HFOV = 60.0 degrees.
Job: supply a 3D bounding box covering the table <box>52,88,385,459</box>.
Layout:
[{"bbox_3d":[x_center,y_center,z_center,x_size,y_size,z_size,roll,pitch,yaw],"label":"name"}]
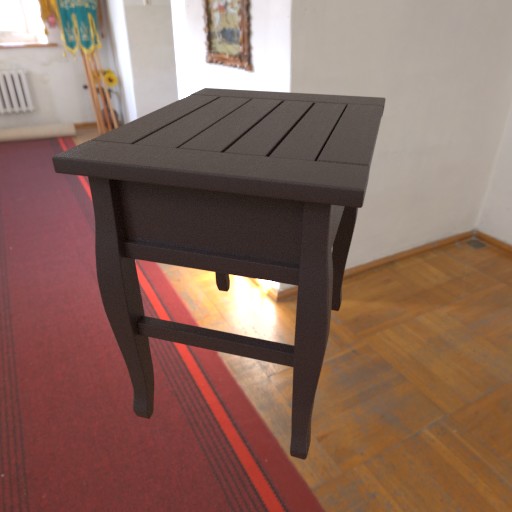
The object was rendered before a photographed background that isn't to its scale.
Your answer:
[{"bbox_3d":[0.000,0.000,1.006,0.460,0.605,0.602,9,31,14],"label":"table"}]
